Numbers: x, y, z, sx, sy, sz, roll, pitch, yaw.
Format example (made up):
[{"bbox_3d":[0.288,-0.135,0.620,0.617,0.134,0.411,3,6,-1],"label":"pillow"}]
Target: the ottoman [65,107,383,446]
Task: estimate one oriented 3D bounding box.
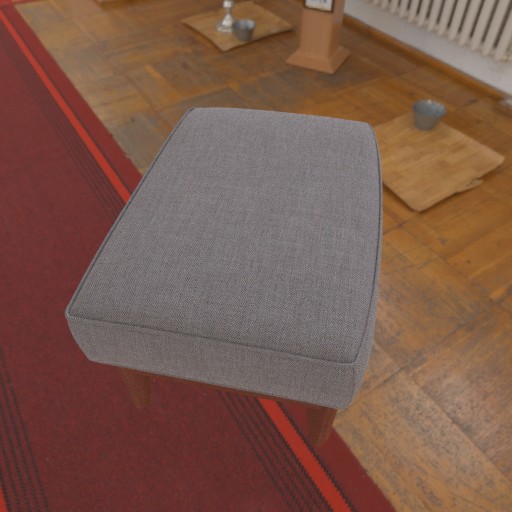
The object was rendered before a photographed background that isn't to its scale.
[{"bbox_3d":[0.000,0.000,1.093,0.555,0.458,0.750,9,48,8],"label":"ottoman"}]
